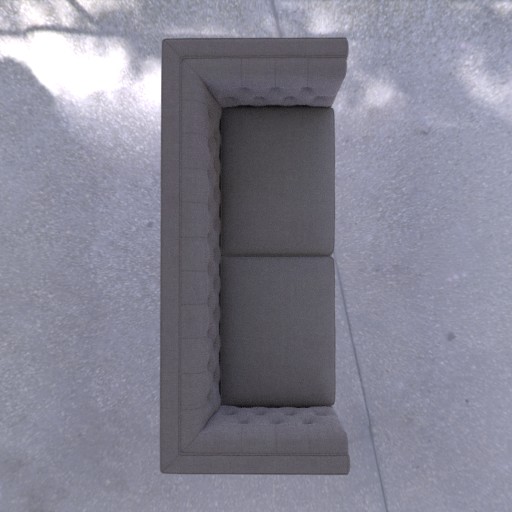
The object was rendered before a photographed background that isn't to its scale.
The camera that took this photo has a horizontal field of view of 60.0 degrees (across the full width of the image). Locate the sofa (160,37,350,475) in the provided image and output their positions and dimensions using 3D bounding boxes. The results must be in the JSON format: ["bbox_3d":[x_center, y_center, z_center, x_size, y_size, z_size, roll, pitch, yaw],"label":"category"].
[{"bbox_3d":[0.000,0.000,2.173,0.775,0.762,1.778,0,89,0],"label":"sofa"}]
